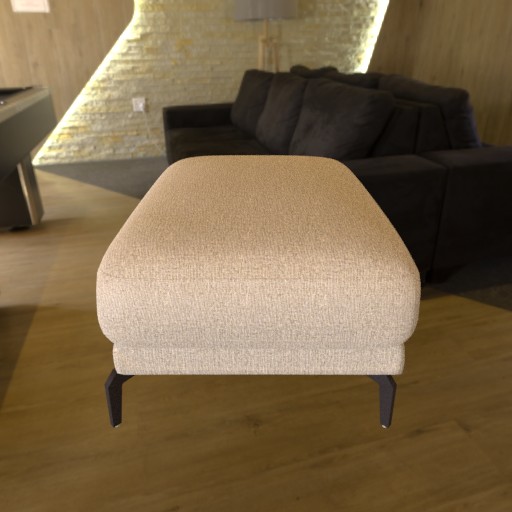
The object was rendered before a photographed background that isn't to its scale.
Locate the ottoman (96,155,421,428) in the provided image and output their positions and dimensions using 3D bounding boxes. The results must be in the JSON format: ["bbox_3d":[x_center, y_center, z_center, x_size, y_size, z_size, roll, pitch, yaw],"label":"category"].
[{"bbox_3d":[0.000,0.000,1.091,0.568,0.420,0.772,0,25,0],"label":"ottoman"}]
